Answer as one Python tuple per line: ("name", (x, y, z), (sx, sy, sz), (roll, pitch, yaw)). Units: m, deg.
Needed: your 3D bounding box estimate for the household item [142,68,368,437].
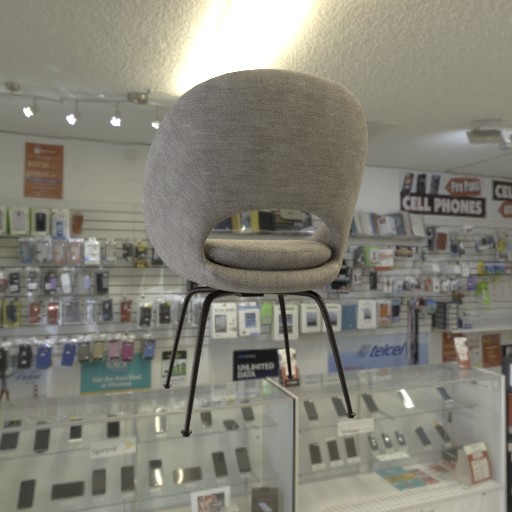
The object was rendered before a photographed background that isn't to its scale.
("household item", (0.000, 0.000, 1.298), (0.643, 0.869, 0.587), (0, -2, -17))
